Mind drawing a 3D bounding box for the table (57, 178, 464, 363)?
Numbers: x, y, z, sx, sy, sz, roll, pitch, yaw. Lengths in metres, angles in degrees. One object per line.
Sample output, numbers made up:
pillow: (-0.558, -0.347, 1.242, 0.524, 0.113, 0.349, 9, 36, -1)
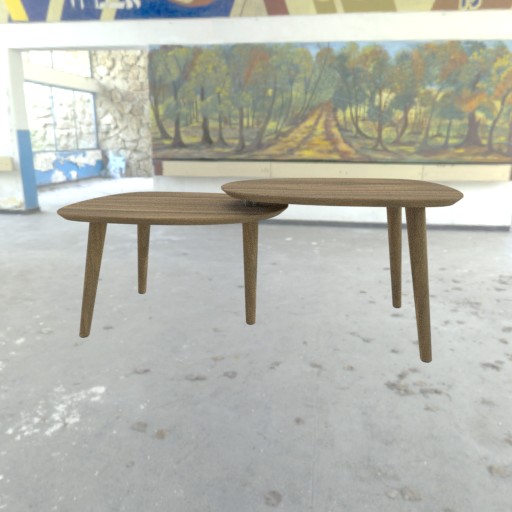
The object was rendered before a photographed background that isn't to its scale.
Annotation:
table: (0.000, 0.000, 1.342, 1.084, 0.429, 0.527, 2, 15, 9)
